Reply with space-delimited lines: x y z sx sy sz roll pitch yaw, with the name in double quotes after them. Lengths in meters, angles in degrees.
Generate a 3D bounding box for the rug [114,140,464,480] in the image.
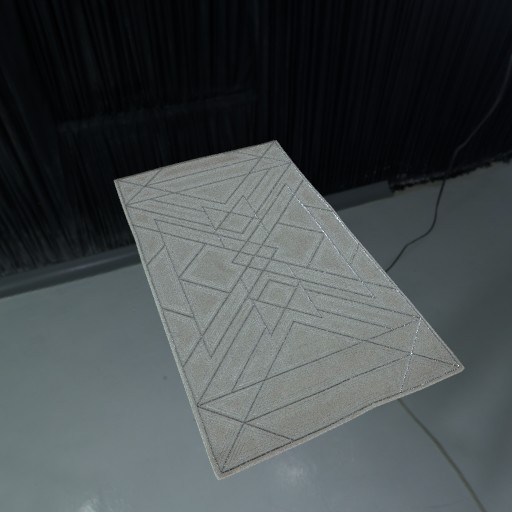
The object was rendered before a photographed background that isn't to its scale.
0.000 0.000 1.061 0.511 0.008 0.869 -17 49 -16 "rug"
